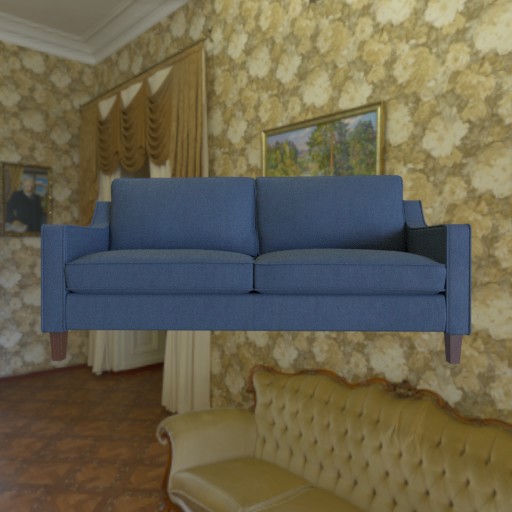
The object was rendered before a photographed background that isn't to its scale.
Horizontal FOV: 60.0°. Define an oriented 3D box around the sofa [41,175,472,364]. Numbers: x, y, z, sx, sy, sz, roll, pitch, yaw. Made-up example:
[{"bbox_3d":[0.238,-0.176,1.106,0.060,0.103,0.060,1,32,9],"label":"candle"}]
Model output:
[{"bbox_3d":[0.000,0.000,2.735,2.178,1.071,1.066,0,1,2],"label":"sofa"}]
